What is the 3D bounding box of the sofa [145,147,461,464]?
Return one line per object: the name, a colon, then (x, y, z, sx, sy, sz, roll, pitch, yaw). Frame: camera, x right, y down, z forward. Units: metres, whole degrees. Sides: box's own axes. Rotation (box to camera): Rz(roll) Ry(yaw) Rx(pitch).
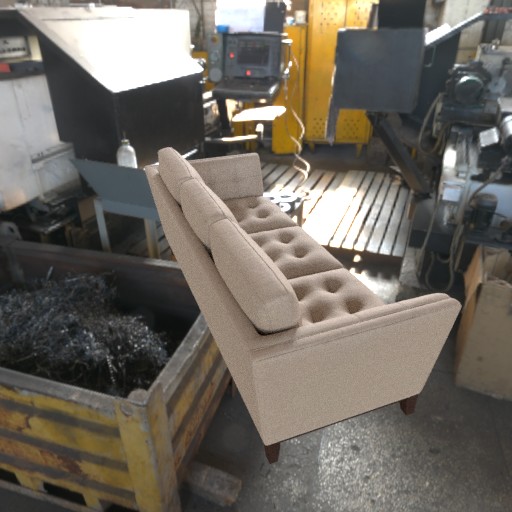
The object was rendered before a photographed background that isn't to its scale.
sofa: (0.000, 0.000, 2.837, 0.965, 0.940, 2.388, -11, 31, -19)
